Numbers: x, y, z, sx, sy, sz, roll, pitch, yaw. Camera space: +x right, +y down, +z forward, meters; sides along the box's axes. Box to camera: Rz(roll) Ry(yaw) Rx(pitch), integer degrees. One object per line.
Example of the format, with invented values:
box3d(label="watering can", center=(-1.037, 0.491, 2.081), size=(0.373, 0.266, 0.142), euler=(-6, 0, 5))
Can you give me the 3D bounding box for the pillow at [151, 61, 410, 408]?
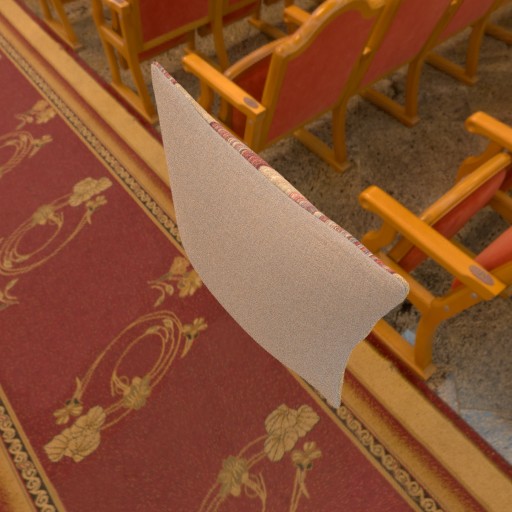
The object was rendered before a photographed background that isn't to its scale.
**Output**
box3d(label="pillow", center=(0.000, 0.000, 0.656), size=(0.136, 0.419, 0.437), euler=(-34, 64, -20))
